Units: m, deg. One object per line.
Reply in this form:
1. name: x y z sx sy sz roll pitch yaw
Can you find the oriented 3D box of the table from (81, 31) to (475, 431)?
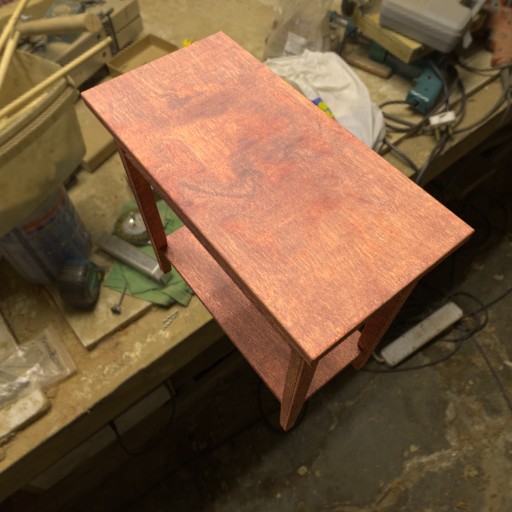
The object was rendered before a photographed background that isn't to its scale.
1. table: 0.000 0.000 0.956 0.305 0.610 0.610 -34 64 -19
